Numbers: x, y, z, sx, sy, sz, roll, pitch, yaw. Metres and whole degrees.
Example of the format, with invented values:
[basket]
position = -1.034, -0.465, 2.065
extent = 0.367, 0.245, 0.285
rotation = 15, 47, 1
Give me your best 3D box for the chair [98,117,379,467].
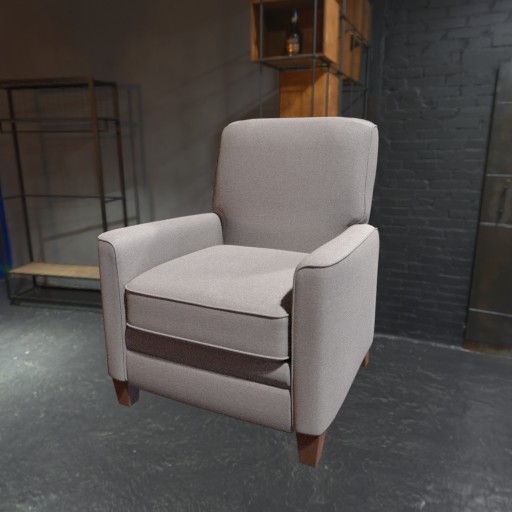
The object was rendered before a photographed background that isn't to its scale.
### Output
[chair]
position = 0.000, 0.000, 1.661
extent = 0.845, 1.023, 0.859
rotation = 7, 16, 25
